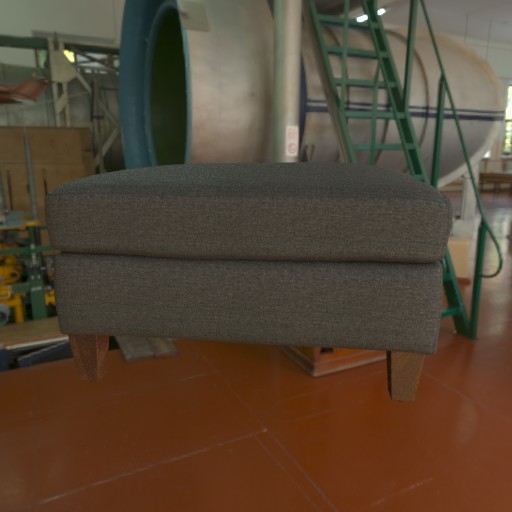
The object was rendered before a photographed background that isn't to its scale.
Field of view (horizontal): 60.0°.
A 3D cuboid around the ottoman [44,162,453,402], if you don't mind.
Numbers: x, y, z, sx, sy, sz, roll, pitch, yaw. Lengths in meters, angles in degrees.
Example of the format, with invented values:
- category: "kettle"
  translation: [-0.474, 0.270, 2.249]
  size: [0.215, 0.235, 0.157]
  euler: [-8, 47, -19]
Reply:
- category: "ottoman"
  translation: [0.000, 0.000, 1.190]
  size: [0.826, 0.496, 0.639]
  euler: [2, 14, 7]
